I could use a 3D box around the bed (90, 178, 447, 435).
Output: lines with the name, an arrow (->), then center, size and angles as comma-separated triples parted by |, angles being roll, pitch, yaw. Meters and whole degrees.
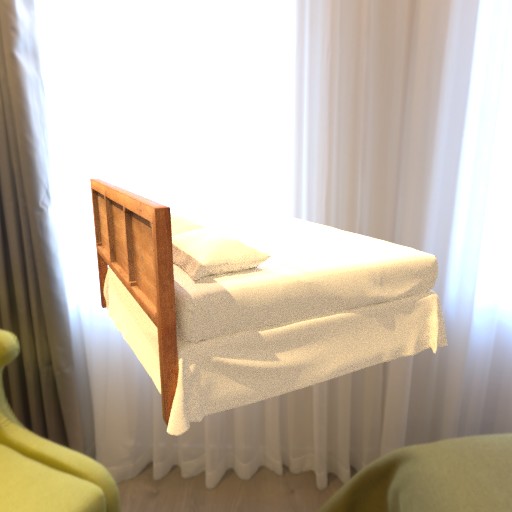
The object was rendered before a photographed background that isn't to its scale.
bed -> 0.000, 0.000, 3.527 | 2.165, 1.158, 2.255 | -7, 16, -27
